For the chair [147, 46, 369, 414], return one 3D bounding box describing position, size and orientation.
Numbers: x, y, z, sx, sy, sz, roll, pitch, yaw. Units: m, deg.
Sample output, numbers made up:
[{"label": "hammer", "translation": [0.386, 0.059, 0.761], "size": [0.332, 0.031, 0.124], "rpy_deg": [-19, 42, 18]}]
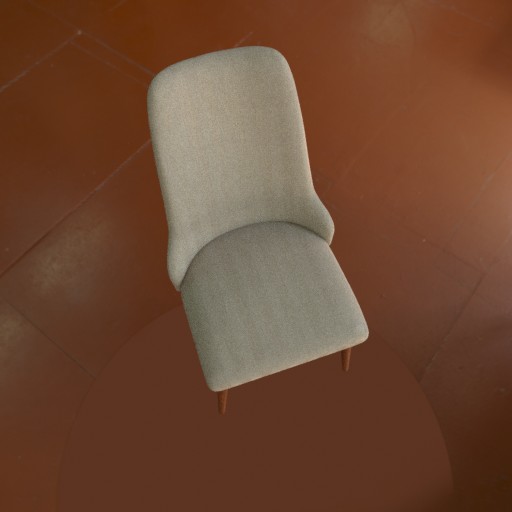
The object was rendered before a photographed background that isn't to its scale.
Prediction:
[{"label": "chair", "translation": [0.000, 0.000, 1.327], "size": [0.526, 0.917, 0.684], "rpy_deg": [-17, 65, -8]}]
